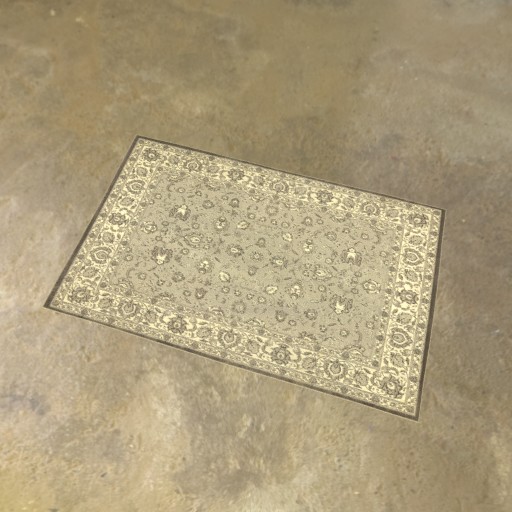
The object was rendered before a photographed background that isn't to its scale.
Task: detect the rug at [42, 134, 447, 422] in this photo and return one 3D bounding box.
[{"bbox_3d":[0.000,0.000,3.037,2.438,0.011,1.524,15,64,7],"label":"rug"}]
